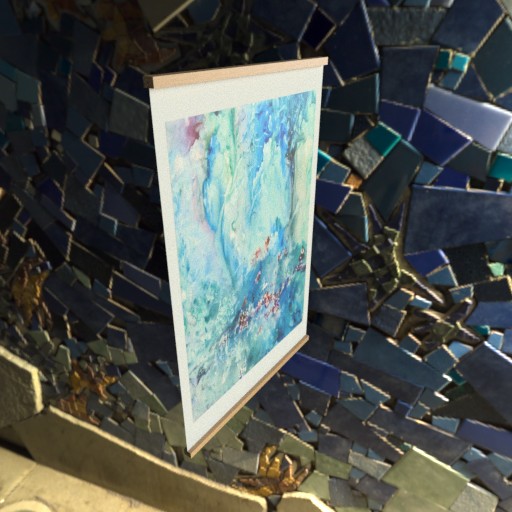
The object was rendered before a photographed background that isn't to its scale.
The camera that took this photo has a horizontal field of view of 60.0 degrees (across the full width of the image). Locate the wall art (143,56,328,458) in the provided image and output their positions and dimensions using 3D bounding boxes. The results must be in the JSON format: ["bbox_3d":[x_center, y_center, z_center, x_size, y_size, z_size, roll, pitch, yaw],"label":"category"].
[{"bbox_3d":[0.000,0.000,1.282,0.027,1.020,0.669,19,33,31],"label":"wall art"}]
